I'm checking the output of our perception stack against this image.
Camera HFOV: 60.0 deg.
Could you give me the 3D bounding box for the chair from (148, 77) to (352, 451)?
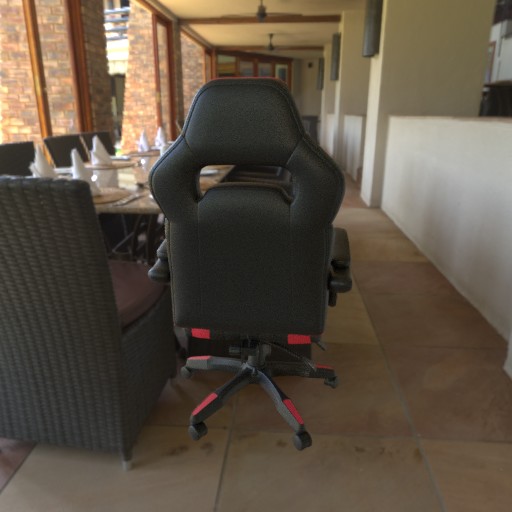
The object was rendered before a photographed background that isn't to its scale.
[{"bbox_3d":[0.000,0.000,1.679,0.700,1.220,0.700,2,18,7],"label":"chair"}]
